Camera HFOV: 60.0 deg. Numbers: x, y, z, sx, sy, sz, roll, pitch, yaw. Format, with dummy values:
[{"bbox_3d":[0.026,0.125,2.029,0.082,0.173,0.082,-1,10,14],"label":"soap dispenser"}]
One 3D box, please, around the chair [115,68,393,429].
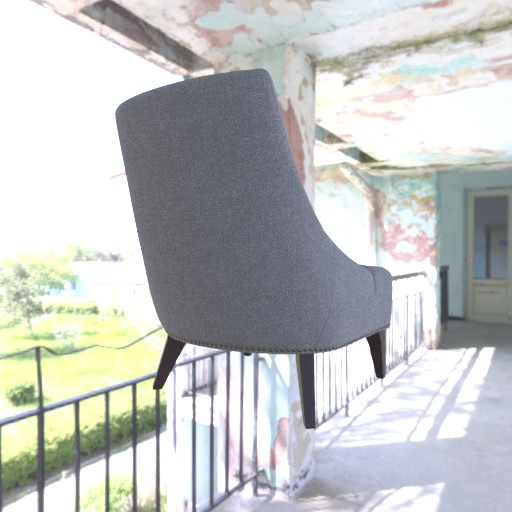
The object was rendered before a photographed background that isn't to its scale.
[{"bbox_3d":[0.000,0.000,1.495,0.701,0.909,0.861,1,1,34],"label":"chair"}]
